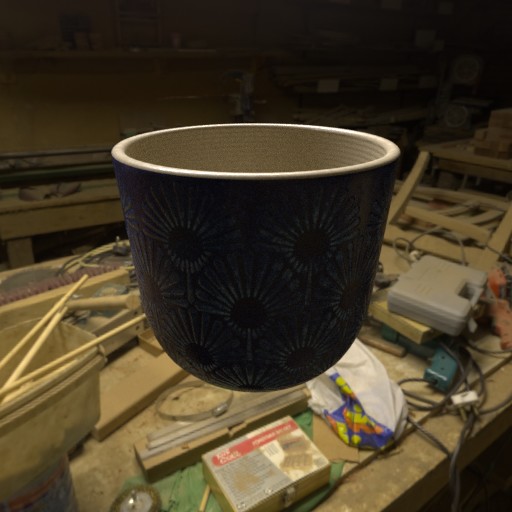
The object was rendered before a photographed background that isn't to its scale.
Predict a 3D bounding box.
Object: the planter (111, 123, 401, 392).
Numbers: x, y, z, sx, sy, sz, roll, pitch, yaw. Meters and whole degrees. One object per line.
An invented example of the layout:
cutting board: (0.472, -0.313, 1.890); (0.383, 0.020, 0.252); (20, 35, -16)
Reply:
planter: (0.000, 0.000, 0.301); (0.170, 0.153, 0.170); (0, 24, 0)
